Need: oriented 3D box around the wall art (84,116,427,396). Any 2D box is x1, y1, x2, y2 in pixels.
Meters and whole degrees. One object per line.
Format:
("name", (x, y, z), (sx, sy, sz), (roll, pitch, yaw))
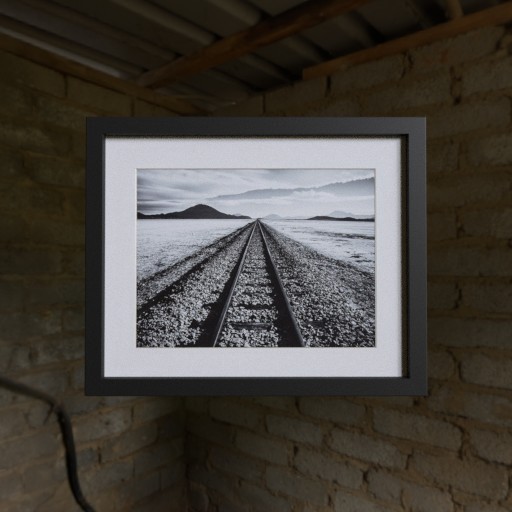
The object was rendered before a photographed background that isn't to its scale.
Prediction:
("wall art", (0.000, 0.000, 0.740), (0.559, 0.458, 0.029), (0, -1, 0))
